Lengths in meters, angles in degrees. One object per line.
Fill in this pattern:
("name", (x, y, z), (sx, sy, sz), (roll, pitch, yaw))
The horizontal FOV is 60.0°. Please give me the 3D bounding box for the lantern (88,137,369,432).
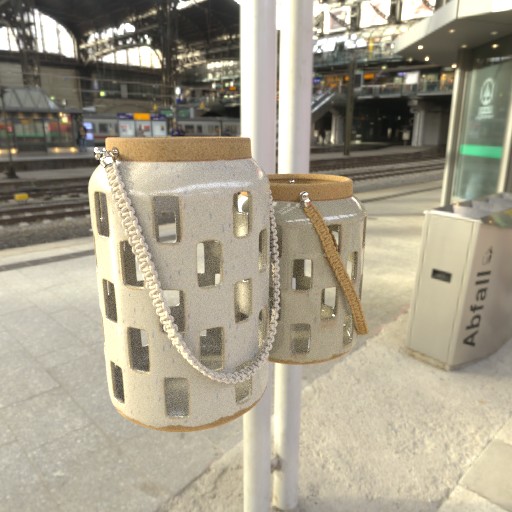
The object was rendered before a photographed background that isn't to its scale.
("lantern", (0.000, 0.000, 0.492), (0.184, 0.255, 0.347), (15, 21, 42))
